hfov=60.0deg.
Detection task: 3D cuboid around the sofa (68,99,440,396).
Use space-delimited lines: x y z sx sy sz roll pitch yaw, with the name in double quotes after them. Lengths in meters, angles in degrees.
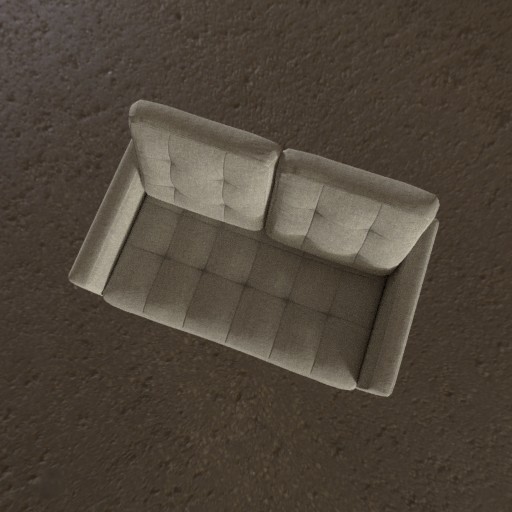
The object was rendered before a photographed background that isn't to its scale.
0.000 0.000 1.984 1.407 0.907 0.842 19 77 4 "sofa"
